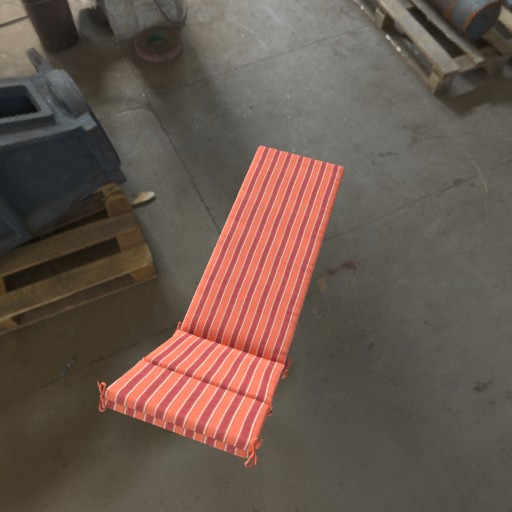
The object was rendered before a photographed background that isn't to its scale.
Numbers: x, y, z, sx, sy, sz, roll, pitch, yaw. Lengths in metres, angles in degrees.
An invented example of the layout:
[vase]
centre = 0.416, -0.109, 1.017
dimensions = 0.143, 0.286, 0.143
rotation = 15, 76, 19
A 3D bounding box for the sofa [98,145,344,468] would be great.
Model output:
[sofa]
centre = 0.000, 0.000, 1.988
dimensions = 0.582, 0.622, 1.663
rotation = 17, 63, 9
